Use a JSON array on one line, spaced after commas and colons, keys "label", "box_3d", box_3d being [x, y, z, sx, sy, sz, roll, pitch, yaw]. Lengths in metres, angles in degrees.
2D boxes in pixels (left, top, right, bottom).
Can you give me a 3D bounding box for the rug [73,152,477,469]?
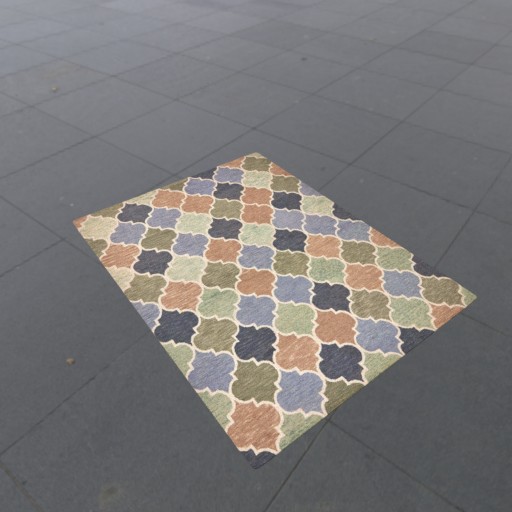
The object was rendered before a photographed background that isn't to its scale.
[{"label": "rug", "box_3d": [0.000, 0.000, 4.264, 2.439, 0.013, 3.200, -27, 49, -27]}]
